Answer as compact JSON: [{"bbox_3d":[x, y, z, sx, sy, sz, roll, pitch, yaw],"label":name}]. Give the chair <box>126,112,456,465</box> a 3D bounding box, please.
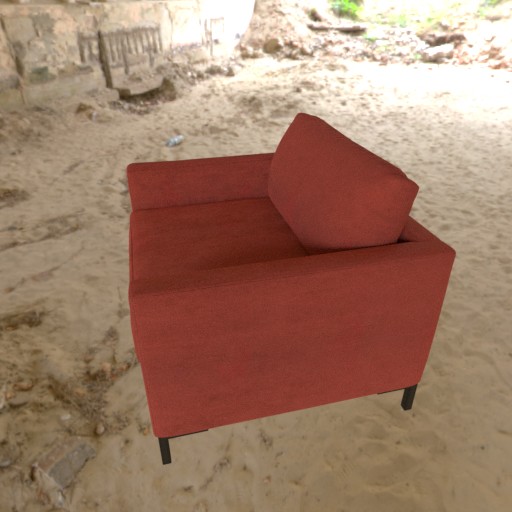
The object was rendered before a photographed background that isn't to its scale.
[{"bbox_3d":[0.000,0.000,1.570,0.875,0.812,0.964,-7,31,-12],"label":"chair"}]
